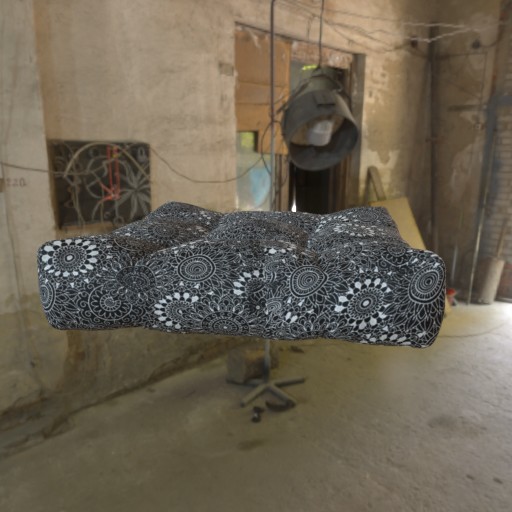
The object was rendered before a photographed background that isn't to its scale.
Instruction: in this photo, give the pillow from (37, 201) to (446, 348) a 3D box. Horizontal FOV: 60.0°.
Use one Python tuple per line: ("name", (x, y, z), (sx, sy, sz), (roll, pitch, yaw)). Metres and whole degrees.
("pillow", (0.000, 0.000, 0.725), (0.490, 0.128, 0.468), (2, 14, 9))
